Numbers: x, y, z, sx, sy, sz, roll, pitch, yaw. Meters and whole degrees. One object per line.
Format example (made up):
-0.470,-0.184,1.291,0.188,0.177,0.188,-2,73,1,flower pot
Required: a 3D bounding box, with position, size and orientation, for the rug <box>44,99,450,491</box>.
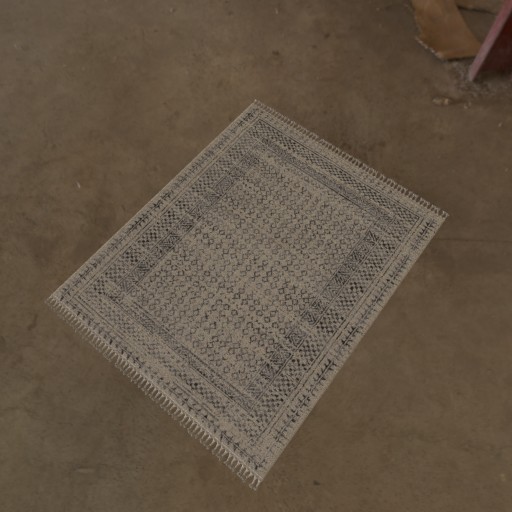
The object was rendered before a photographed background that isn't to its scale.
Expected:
0.000,0.000,3.949,2.312,0.013,2.940,36,70,15,rug
